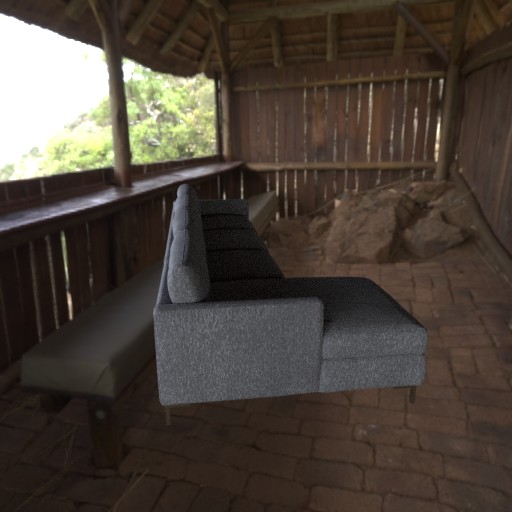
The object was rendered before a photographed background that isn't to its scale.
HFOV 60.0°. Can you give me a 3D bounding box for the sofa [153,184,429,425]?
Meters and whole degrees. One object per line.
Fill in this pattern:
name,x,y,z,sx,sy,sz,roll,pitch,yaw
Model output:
sofa,0.000,0.000,3.473,1.350,0.810,2.932,-2,17,-8
